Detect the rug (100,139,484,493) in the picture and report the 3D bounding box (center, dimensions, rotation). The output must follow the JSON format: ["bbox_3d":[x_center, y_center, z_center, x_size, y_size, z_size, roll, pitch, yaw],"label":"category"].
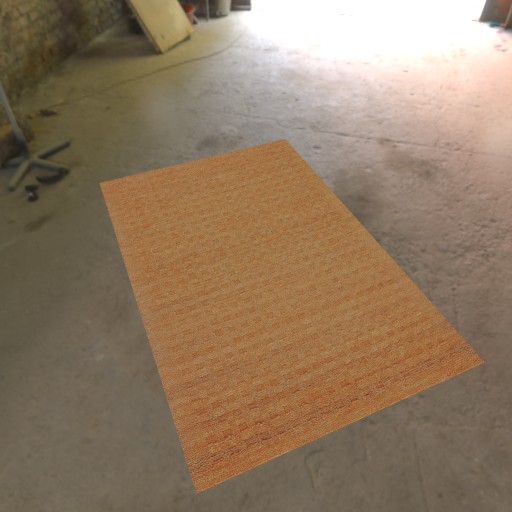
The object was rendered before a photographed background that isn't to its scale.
[{"bbox_3d":[0.000,0.000,2.758,1.524,0.006,2.285,-17,49,-16],"label":"rug"}]
